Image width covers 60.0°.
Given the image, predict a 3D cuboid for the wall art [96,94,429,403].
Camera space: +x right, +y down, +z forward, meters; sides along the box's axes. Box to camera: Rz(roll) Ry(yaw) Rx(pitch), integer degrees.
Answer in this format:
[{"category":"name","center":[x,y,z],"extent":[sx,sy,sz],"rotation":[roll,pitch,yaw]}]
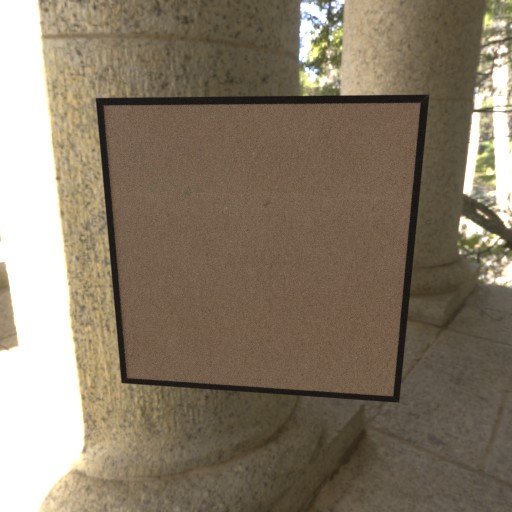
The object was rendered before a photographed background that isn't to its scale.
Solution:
[{"category":"wall art","center":[0.000,0.000,1.125],"extent":[0.762,0.762,0.038],"rotation":[2,16,7]}]
